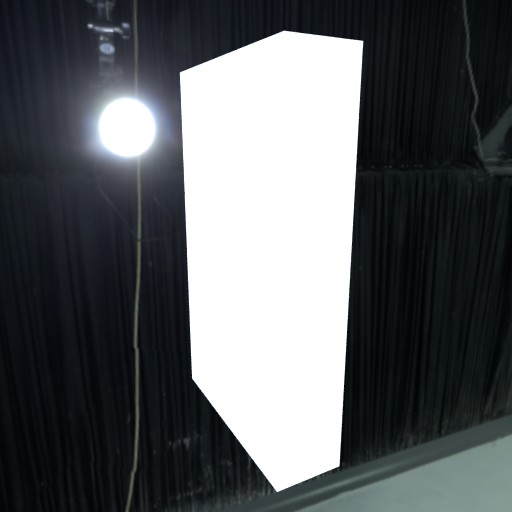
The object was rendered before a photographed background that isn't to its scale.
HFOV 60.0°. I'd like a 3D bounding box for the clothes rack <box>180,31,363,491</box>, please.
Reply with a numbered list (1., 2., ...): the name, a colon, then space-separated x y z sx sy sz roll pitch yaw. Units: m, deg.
1. clothes rack: 0.000 0.000 1.564 0.250 1.280 0.750 -8 17 -27
